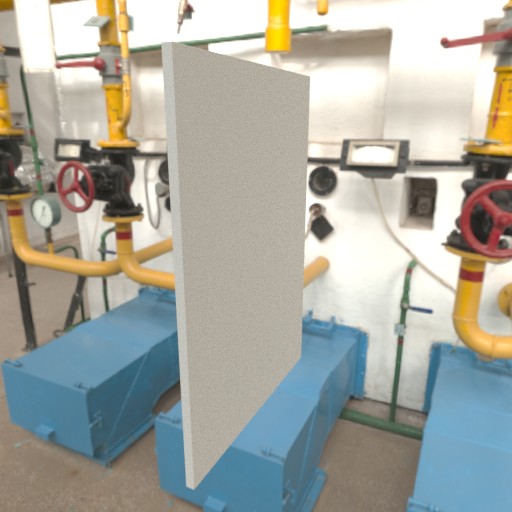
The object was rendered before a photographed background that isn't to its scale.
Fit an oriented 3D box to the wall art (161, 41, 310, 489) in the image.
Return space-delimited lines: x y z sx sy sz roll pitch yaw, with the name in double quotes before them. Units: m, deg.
"wall art" 0.000 0.000 0.666 0.013 0.533 0.381 8 19 26
